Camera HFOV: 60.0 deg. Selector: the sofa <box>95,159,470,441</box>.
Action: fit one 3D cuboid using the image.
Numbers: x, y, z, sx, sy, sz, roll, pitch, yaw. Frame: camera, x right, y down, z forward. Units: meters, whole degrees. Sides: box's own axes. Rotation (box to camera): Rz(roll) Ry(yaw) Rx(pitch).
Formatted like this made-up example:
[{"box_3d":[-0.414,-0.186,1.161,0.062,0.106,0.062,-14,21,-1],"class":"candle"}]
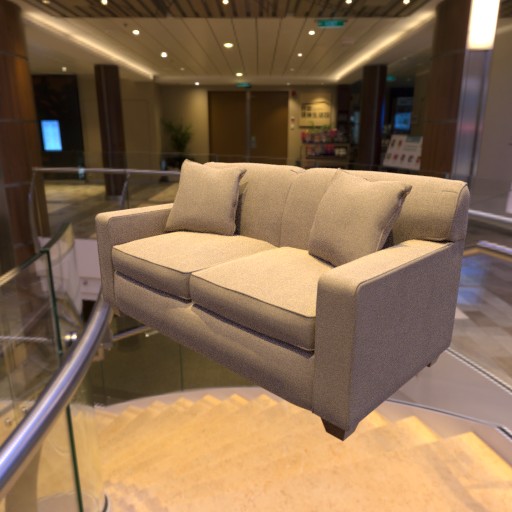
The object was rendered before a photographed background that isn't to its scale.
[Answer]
[{"box_3d":[0.000,0.000,2.420,1.846,0.958,0.998,15,22,42],"class":"sofa"}]
